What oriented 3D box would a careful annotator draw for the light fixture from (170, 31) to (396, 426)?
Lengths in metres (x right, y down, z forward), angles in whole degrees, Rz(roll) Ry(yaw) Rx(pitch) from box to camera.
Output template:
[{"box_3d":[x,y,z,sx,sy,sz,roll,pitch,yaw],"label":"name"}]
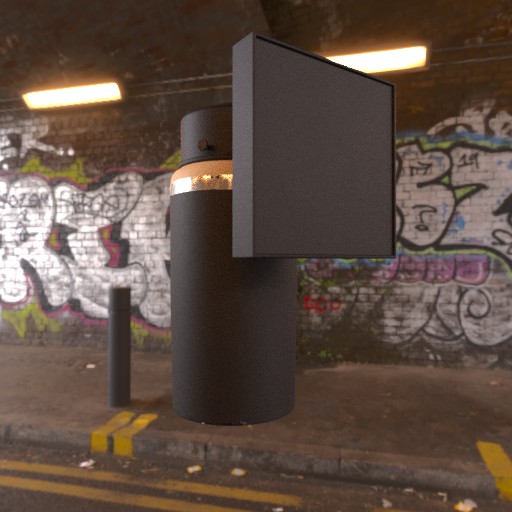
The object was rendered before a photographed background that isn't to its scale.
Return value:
[{"box_3d":[0.000,0.000,0.361,0.130,0.257,0.176,0,-1,-36],"label":"light fixture"}]
